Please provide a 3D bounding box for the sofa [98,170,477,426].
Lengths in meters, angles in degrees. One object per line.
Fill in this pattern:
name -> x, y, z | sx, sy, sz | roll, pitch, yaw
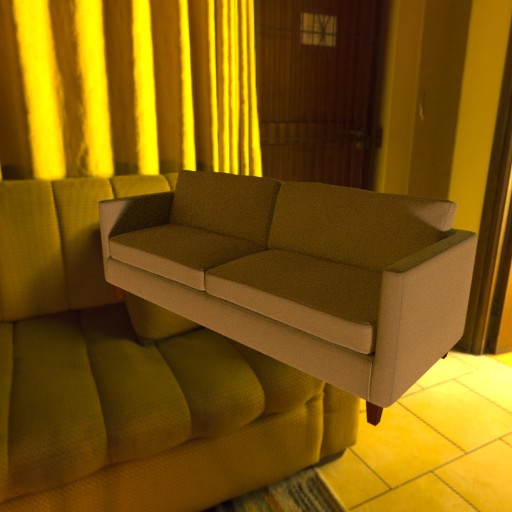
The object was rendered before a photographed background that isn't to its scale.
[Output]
sofa -> 0.000, 0.000, 2.923 | 2.434, 0.965, 0.948 | 15, 23, 41
